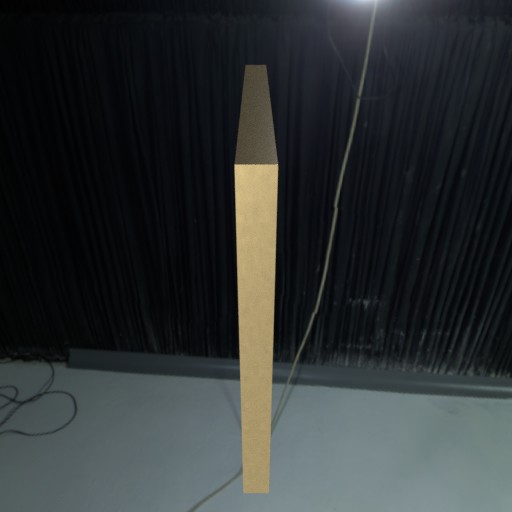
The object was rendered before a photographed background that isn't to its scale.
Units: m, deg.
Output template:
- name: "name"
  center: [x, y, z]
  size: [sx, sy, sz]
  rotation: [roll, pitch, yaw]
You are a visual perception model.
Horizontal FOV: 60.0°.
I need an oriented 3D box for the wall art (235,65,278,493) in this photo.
- name: "wall art"
  center: [0.000, 0.000, 1.856]
  size: [0.095, 1.284, 1.284]
  rotation: [0, 32, 0]
